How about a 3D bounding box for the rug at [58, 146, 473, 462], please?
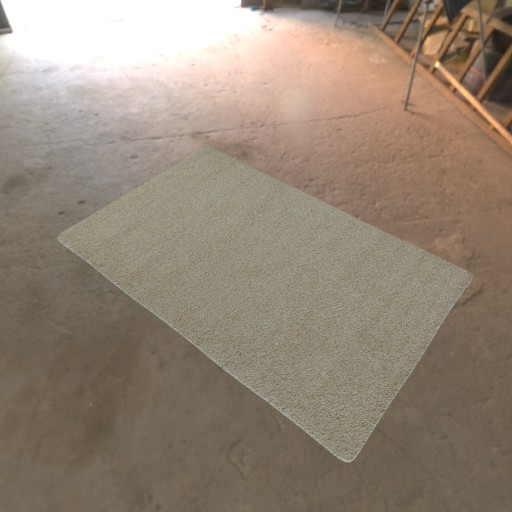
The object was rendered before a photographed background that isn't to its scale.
[{"bbox_3d":[0.000,0.000,2.927,2.349,0.026,1.500,31,53,26],"label":"rug"}]
